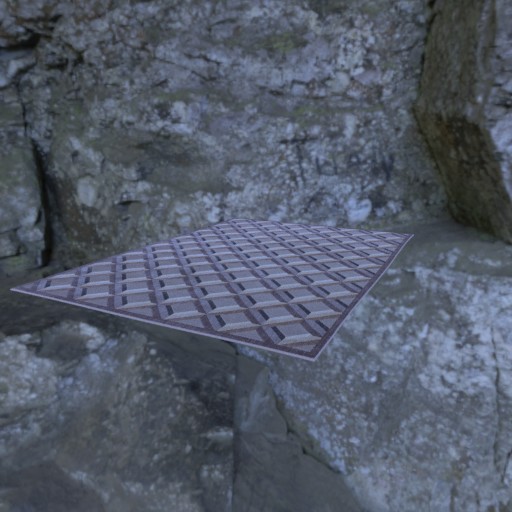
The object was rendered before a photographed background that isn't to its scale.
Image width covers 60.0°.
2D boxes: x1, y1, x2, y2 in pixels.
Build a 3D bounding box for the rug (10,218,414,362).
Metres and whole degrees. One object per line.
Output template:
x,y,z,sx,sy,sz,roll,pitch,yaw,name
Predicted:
0.000,0.000,2.820,1.600,0.013,2.260,8,17,26,rug
